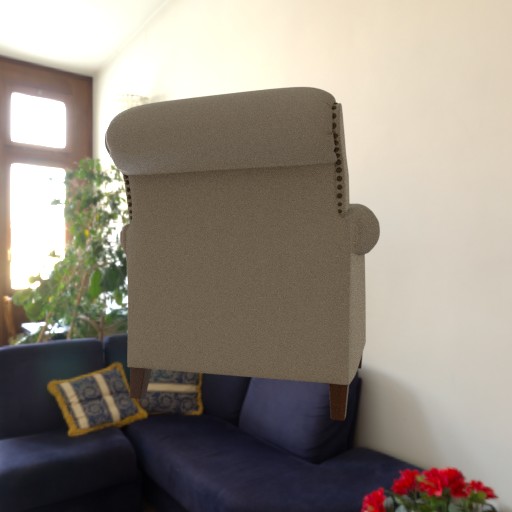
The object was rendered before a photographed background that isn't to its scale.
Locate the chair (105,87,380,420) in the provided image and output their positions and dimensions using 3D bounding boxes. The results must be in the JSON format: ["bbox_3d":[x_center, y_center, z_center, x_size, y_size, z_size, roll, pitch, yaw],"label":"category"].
[{"bbox_3d":[0.000,0.000,1.605,0.854,0.927,0.890,0,0,17],"label":"chair"}]
